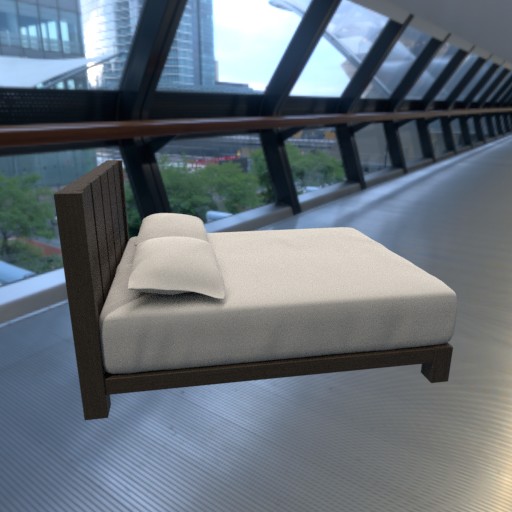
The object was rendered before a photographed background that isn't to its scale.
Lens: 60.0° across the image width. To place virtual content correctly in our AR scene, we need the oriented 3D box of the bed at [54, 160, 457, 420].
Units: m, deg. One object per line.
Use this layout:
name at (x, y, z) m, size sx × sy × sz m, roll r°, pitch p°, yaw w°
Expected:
bed at (0.000, 0.000, 3.277) m, size 2.242 × 1.270 × 1.727 m, roll -3°, pitch 18°, yaw -9°
